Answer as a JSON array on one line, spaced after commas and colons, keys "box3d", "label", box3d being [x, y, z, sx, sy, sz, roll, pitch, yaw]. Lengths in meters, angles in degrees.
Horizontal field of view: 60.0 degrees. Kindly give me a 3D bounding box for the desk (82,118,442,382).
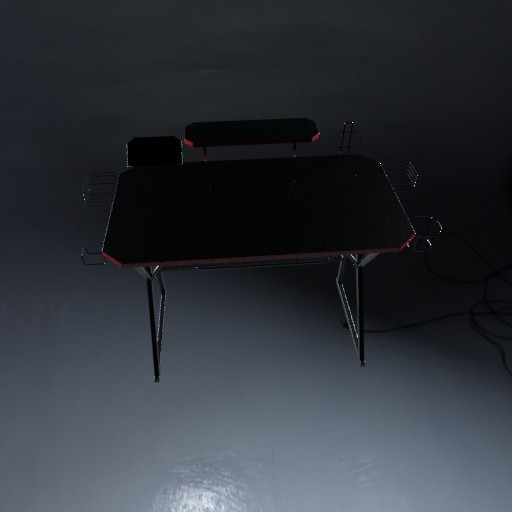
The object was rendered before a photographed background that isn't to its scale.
[{"box3d": [0.000, 0.000, 1.817, 1.280, 0.913, 0.588, -3, 45, -3], "label": "desk"}]
